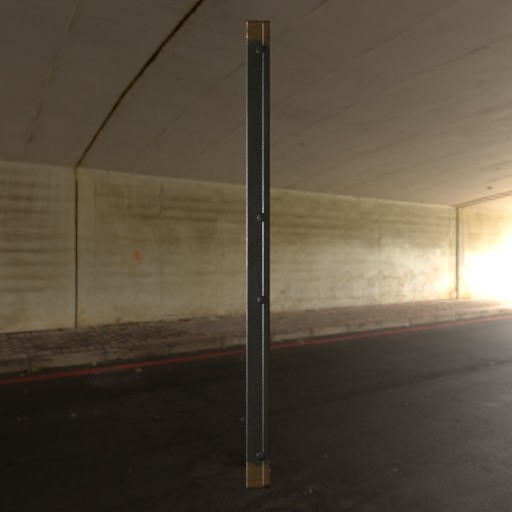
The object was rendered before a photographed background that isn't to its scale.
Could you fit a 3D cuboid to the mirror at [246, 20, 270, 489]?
[{"bbox_3d":[0.000,0.000,0.551,0.020,0.381,0.382,0,-1,-1],"label":"mirror"}]
